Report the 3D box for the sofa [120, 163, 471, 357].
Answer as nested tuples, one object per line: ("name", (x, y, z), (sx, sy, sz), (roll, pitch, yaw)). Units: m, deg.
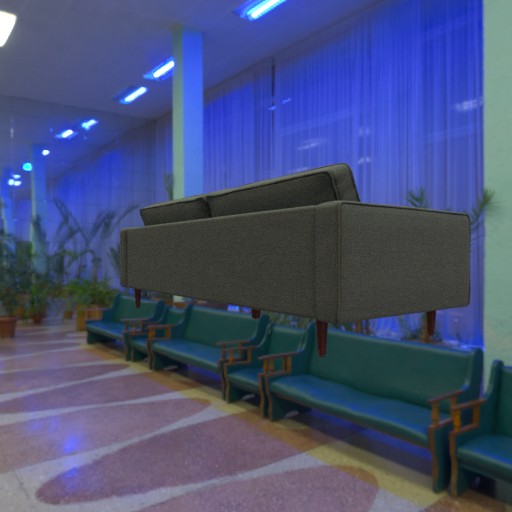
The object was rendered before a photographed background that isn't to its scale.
("sofa", (0.000, 0.000, 2.675), (0.914, 0.762, 2.198), (0, 0, -36))
